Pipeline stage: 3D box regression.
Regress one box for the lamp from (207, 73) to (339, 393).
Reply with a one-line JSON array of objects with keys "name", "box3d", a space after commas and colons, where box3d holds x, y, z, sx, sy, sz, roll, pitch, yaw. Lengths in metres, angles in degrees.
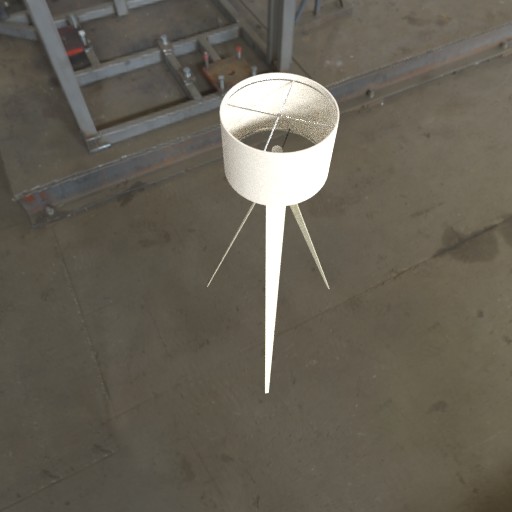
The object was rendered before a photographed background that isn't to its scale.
[{"name": "lamp", "box3d": [0.000, 0.000, 1.926, 0.716, 1.524, 0.724, 15, 60, 9]}]
